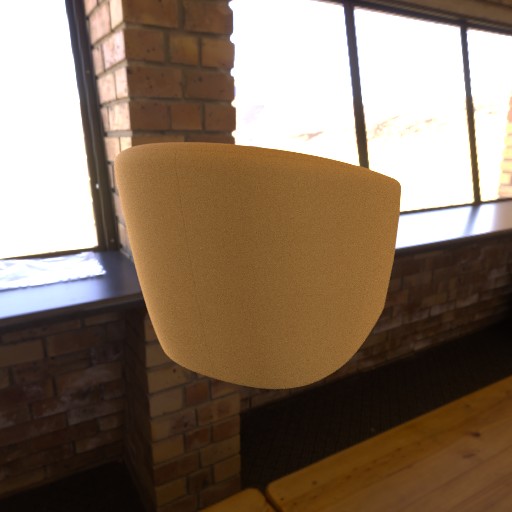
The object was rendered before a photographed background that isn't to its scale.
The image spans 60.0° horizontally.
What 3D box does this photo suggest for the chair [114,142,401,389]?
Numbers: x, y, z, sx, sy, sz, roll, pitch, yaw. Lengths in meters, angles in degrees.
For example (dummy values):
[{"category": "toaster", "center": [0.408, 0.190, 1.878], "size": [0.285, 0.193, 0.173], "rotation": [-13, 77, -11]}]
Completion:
[{"category": "chair", "center": [0.000, 0.000, 1.392], "size": [0.773, 0.698, 0.767], "rotation": [8, 17, 27]}]
